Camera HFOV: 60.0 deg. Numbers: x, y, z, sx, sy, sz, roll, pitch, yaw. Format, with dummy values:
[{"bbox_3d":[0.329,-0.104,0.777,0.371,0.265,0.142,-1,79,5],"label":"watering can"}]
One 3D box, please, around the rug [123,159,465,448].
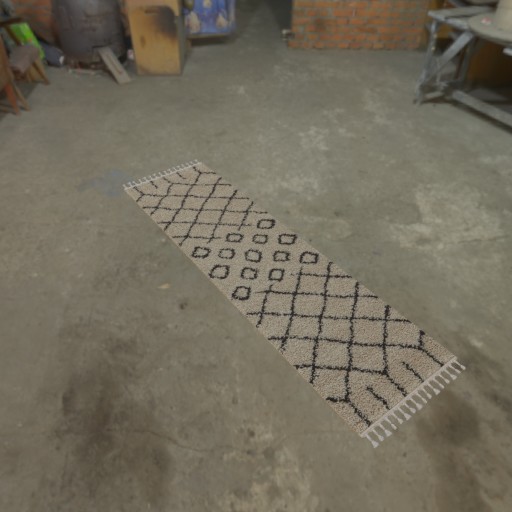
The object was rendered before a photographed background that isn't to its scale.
[{"bbox_3d":[0.000,0.000,2.671,0.660,0.005,2.464,-26,47,-27],"label":"rug"}]
